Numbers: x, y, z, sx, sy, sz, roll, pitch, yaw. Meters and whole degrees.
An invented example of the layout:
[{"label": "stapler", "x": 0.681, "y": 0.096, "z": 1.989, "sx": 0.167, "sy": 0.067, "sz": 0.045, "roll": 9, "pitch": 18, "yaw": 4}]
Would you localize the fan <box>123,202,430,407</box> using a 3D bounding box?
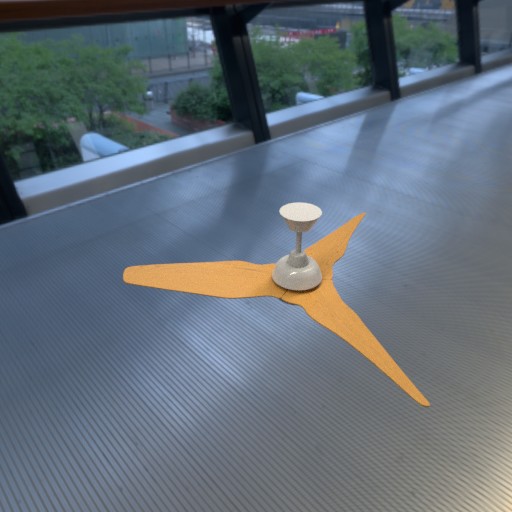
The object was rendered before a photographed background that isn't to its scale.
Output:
[{"label": "fan", "x": 0.000, "y": 0.000, "z": 1.599, "sx": 1.010, "sy": 0.355, "sz": 1.142, "roll": 1, "pitch": 32, "yaw": 1}]
